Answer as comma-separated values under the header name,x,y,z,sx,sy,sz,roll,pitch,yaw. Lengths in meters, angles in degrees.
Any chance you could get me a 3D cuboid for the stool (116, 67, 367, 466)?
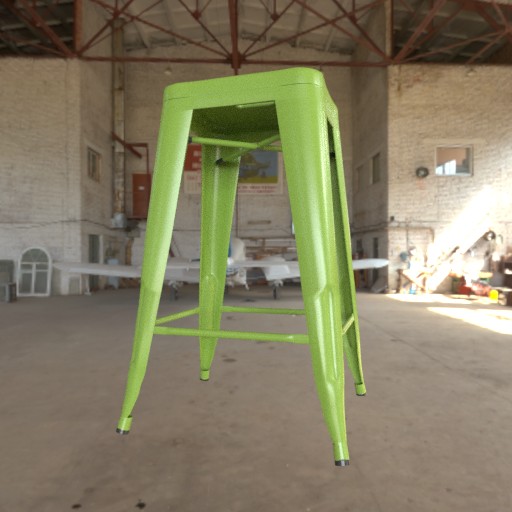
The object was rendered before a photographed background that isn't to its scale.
name,x,y,z,sx,sy,sz,roll,pitch,yaw
stool,0.000,0.000,0.863,0.398,0.609,0.358,0,0,18
